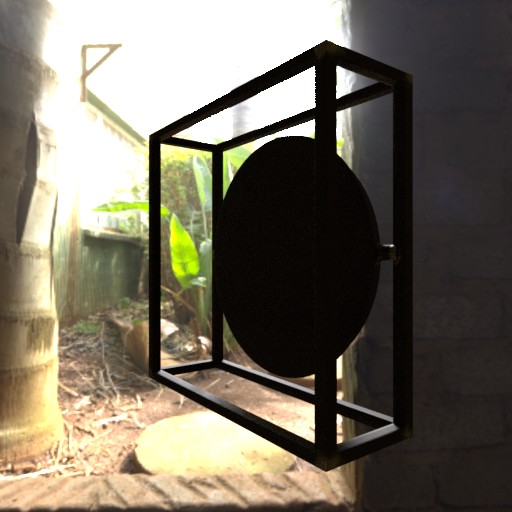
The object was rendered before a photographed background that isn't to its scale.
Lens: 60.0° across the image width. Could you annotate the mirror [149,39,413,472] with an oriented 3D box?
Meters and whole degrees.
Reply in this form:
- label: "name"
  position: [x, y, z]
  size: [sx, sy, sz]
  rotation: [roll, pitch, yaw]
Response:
- label: "mirror"
  position: [0.000, 0.000, 0.464]
  size: [0.107, 0.303, 0.306]
  rotation: [0, 0, -37]
